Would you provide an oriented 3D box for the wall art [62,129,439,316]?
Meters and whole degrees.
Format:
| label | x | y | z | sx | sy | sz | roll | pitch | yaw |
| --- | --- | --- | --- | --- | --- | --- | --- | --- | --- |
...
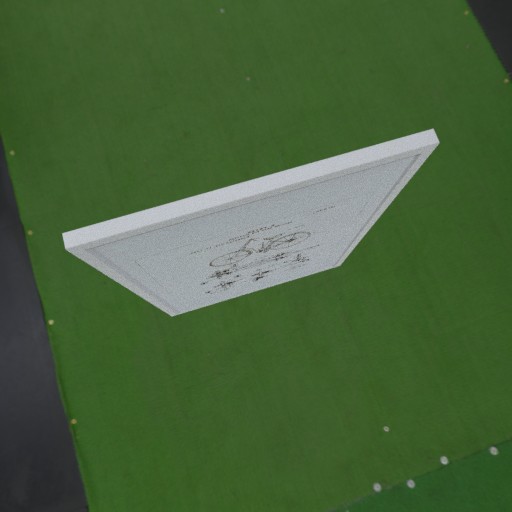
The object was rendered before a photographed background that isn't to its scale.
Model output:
| label | x | y | z | sx | sy | sz | roll | pitch | yaw |
| --- | --- | --- | --- | --- | --- | --- | --- | --- | --- |
| wall art | 0.000 | 0.000 | 0.608 | 0.332 | 0.477 | 0.015 | -16 | 76 | -4 |
